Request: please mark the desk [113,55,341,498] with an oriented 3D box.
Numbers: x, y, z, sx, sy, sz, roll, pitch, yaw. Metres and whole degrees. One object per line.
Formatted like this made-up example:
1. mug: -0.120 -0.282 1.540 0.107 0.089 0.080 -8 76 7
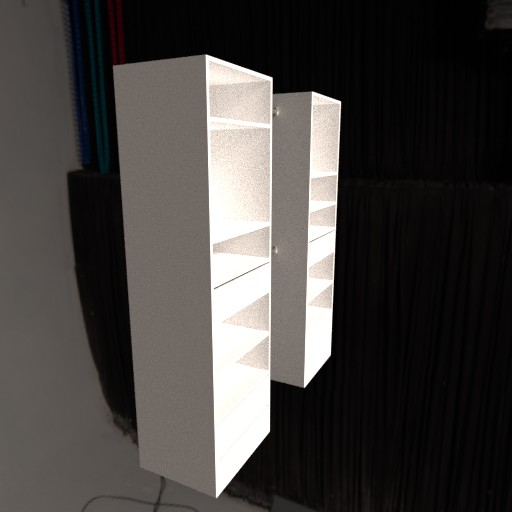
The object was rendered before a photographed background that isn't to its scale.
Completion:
1. desk: 0.000 0.000 2.801 0.480 2.000 1.770 7 15 27
